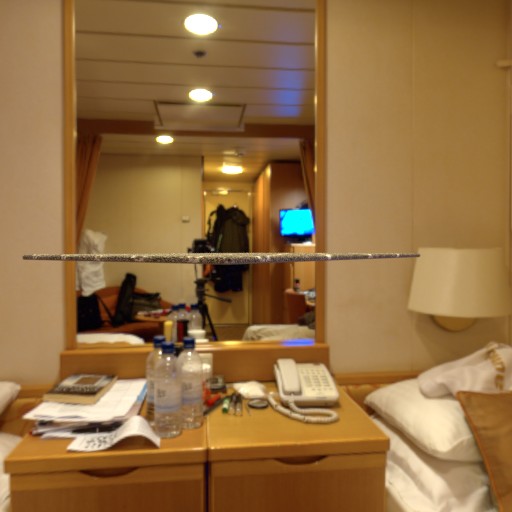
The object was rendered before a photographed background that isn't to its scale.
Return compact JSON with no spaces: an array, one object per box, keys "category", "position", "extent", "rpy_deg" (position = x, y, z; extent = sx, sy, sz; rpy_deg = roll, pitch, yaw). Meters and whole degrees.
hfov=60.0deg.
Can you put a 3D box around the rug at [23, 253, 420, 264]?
[{"category":"rug","position":[0.000,0.000,3.050],"extent":[1.524,0.030,2.438],"rpy_deg":[0,1,36]}]
